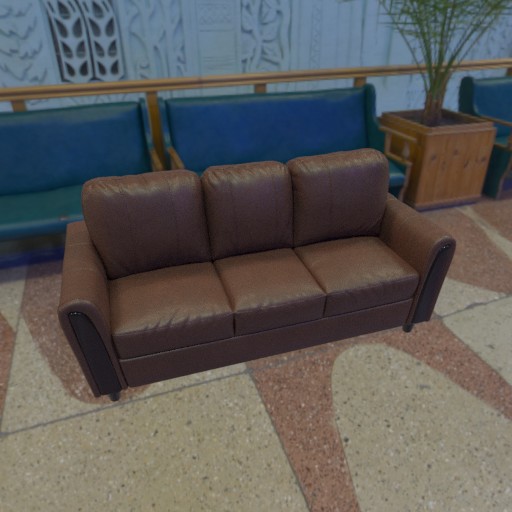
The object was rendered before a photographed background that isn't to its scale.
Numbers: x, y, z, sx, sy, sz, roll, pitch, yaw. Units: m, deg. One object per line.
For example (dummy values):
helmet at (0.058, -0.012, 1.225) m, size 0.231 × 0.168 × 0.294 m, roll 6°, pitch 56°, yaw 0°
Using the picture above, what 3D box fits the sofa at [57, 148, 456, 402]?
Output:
sofa at (0.000, 0.000, 2.326) m, size 1.862 × 0.915 × 0.802 m, roll -9°, pitch 32°, yaw -15°
